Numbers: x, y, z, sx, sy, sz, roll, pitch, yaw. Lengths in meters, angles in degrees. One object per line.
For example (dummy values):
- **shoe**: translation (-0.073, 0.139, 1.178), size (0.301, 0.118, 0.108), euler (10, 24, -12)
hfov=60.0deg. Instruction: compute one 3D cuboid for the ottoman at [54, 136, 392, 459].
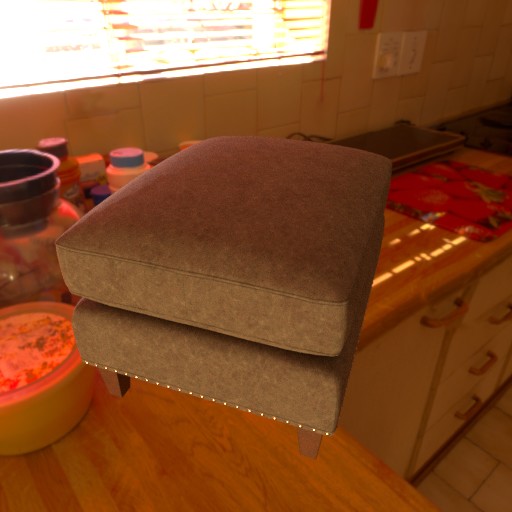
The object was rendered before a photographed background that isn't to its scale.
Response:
- **ottoman**: translation (0.000, 0.000, 1.142), size (0.584, 0.513, 0.741), euler (11, 32, 17)
